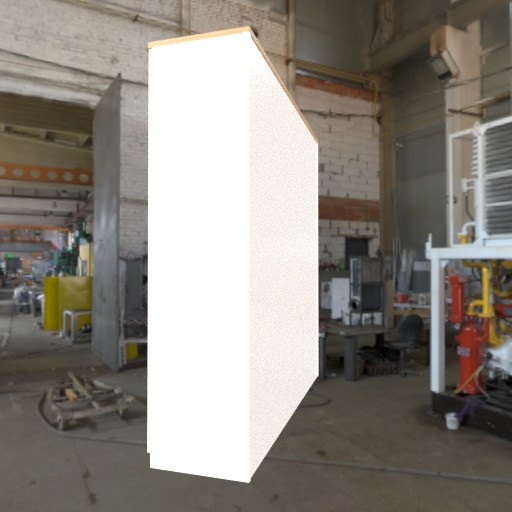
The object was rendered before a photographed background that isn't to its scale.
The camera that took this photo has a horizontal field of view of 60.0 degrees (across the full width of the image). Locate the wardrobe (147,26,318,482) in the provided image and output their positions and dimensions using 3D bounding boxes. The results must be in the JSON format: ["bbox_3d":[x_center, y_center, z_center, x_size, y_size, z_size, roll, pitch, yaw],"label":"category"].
[{"bbox_3d":[0.000,0.000,3.311,0.590,2.260,2.160,0,-1,17],"label":"wardrobe"}]
